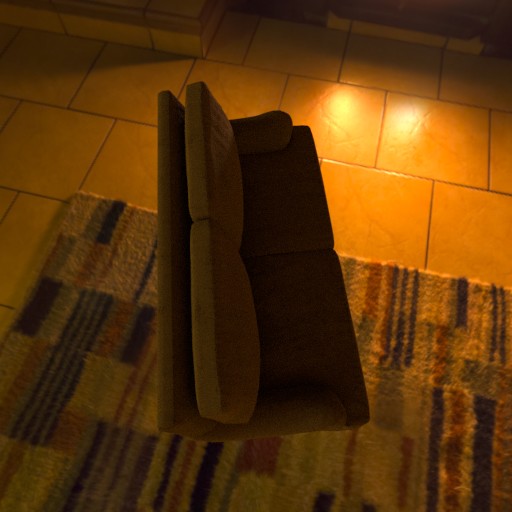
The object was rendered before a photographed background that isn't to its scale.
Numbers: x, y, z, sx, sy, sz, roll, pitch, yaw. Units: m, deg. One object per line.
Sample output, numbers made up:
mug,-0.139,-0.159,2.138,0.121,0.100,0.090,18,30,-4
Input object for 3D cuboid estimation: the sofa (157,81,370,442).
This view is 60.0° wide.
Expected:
sofa,0.000,0.000,2.832,1.086,1.087,2.165,-5,63,-3
